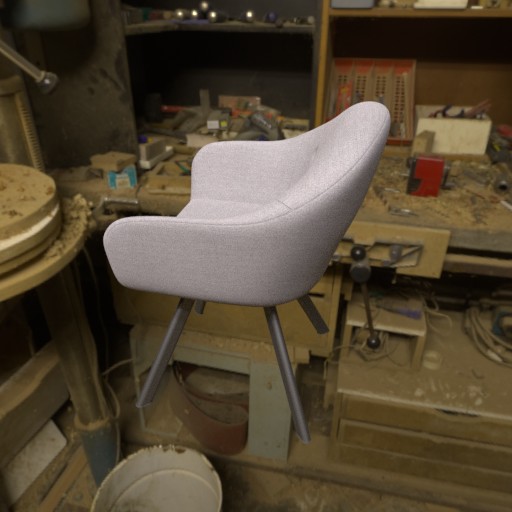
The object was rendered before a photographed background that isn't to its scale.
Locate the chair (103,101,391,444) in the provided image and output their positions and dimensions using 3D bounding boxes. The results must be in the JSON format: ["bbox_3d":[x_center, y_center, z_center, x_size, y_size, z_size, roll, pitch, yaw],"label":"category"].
[{"bbox_3d":[0.000,0.000,1.153,0.570,0.780,0.540,7,31,12],"label":"chair"}]
